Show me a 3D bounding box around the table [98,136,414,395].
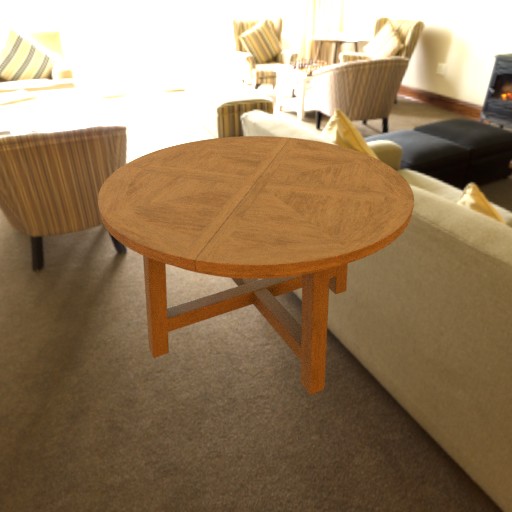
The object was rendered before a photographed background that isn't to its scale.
[{"bbox_3d":[0.000,0.000,2.133,1.319,0.762,1.319,0,32,0],"label":"table"}]
